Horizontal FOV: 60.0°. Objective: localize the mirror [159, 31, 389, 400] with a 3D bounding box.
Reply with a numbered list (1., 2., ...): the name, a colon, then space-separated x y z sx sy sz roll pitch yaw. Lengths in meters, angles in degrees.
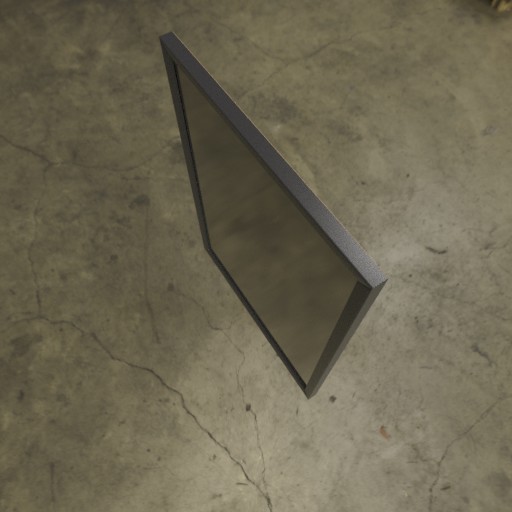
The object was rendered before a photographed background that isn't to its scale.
1. mirror: 0.000 0.000 1.334 0.040 1.016 0.762 -30 66 -15
